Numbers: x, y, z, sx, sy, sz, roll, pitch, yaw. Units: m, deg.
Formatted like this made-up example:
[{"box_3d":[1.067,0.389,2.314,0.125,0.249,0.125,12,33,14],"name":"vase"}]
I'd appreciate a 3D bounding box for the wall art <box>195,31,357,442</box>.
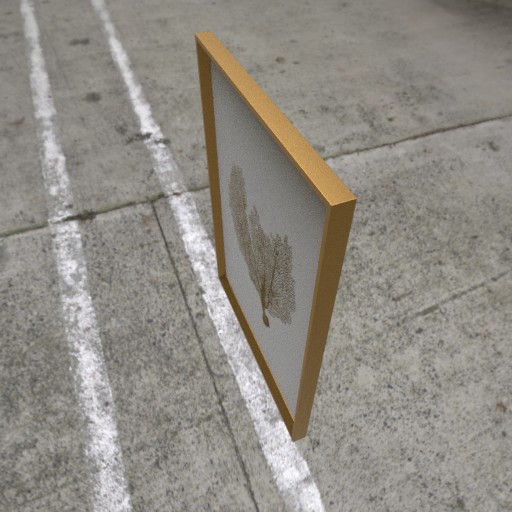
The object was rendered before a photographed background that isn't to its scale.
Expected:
[{"box_3d":[0.000,0.000,1.062,0.038,0.812,0.610,-16,49,-15],"name":"wall art"}]
